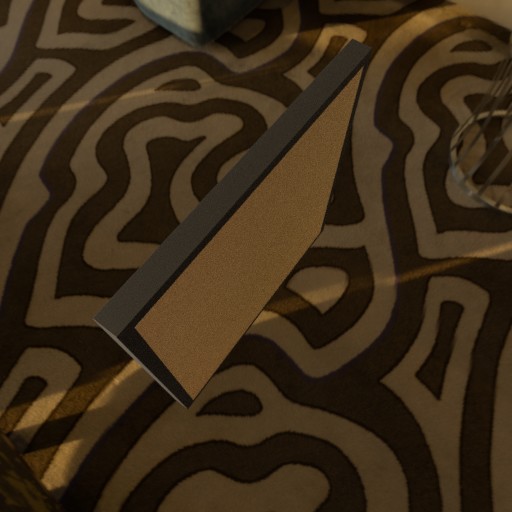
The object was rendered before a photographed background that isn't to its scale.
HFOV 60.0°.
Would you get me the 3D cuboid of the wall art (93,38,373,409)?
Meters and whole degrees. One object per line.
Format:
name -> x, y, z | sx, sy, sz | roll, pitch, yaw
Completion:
wall art -> 0.000, 0.000, 0.754 | 0.033, 0.507, 0.508 | 33, 68, 15
